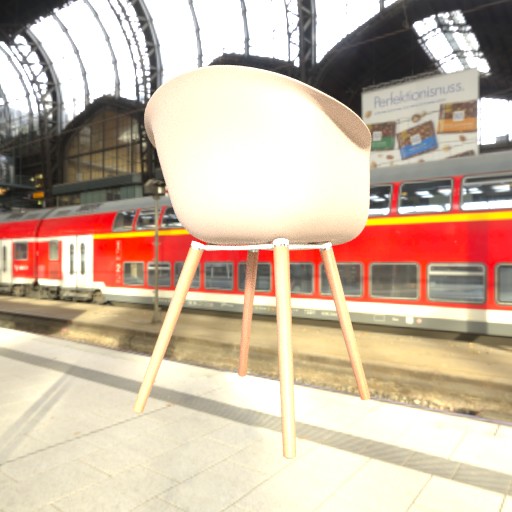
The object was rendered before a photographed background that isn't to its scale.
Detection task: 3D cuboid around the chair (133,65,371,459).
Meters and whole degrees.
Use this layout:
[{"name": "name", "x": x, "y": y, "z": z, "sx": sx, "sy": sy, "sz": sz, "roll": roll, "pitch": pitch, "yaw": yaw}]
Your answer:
[{"name": "chair", "x": 0.000, "y": 0.000, "z": 1.140, "sx": 0.593, "sy": 0.781, "sz": 0.504, "roll": 0, "pitch": 0, "yaw": 35}]
